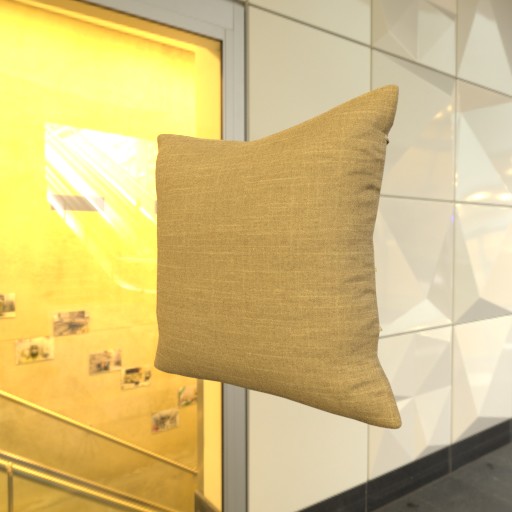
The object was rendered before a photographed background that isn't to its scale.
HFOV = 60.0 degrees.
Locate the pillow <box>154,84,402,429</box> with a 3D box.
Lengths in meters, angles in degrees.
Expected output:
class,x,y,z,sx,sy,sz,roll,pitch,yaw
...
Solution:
class,x,y,z,sx,sy,sz,roll,pitch,yaw
pillow,0.000,0.000,0.634,0.424,0.400,0.169,1,2,36
